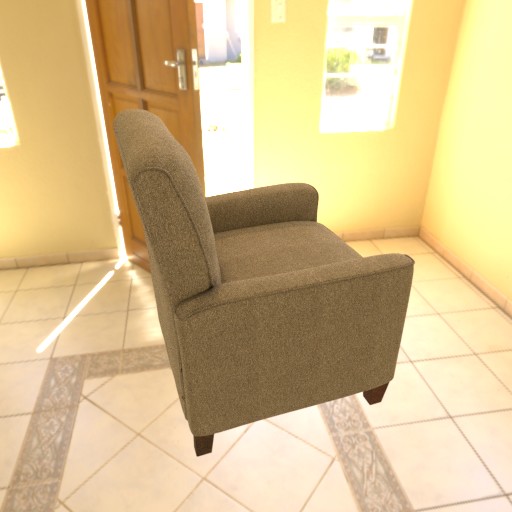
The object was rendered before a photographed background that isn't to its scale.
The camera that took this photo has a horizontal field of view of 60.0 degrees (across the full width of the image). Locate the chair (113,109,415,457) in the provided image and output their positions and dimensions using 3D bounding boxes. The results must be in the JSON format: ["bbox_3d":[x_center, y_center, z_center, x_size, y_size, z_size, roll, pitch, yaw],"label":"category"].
[{"bbox_3d":[0.000,0.000,1.645,0.858,1.028,0.841,-10,30,-17],"label":"chair"}]
